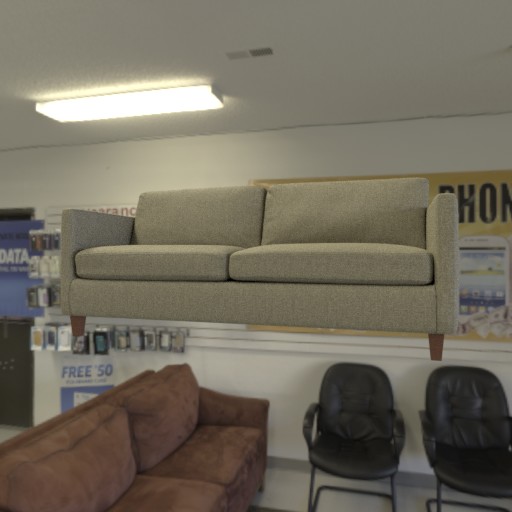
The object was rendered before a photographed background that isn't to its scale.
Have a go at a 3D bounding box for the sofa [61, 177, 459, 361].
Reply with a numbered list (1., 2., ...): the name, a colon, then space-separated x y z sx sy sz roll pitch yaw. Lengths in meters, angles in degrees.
1. sofa: 0.000 0.000 2.741 2.208 0.960 0.956 0 0 18
